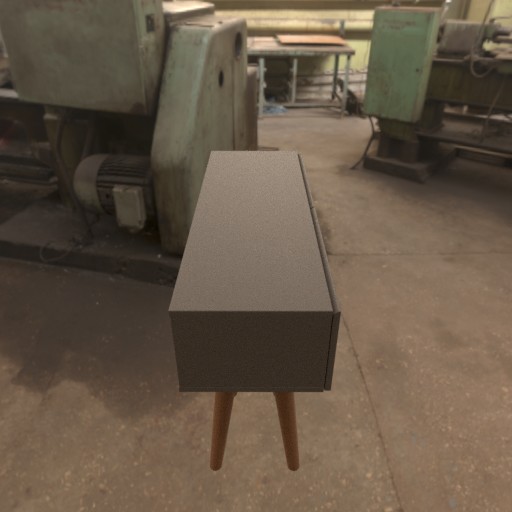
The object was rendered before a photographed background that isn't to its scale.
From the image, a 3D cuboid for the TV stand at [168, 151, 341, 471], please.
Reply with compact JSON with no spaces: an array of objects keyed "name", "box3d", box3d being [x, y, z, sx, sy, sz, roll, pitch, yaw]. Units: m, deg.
[{"name":"TV stand","box3d":[0.000,0.000,1.563,0.329,0.591,1.336,0,32,0]}]
